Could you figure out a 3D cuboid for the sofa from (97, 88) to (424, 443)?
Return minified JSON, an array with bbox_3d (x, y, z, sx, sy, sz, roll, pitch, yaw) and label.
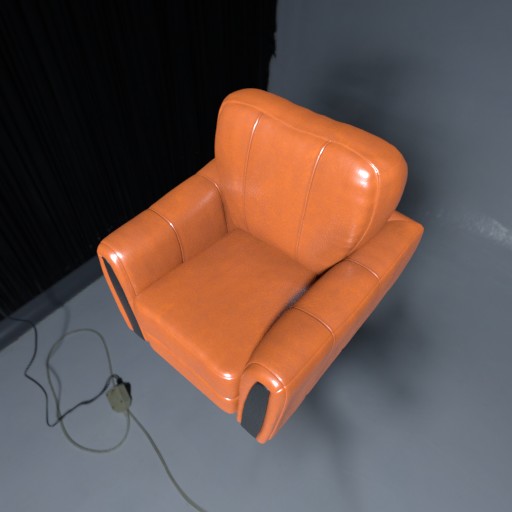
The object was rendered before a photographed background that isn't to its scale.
[{"bbox_3d":[0.000,0.000,1.536,0.836,0.876,0.789,32,54,27],"label":"sofa"}]
